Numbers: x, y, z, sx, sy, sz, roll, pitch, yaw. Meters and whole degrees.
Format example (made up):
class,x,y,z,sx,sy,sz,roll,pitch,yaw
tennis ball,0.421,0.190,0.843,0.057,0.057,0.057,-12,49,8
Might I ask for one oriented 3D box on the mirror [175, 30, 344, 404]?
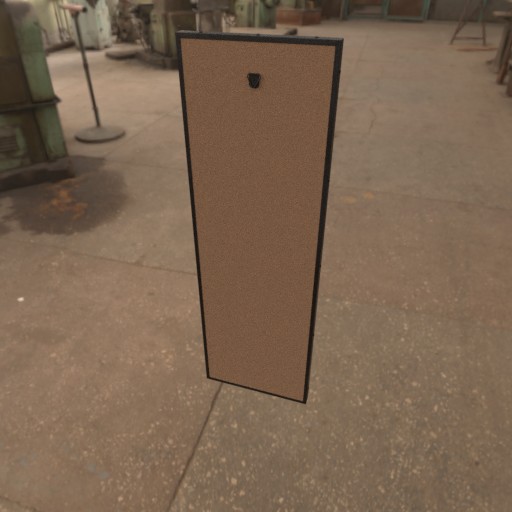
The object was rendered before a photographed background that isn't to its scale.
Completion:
class,x,y,z,sx,sy,sz,roll,pitch,yaw
mirror,0.000,0.000,1.195,0.354,1.080,0.042,10,35,15
